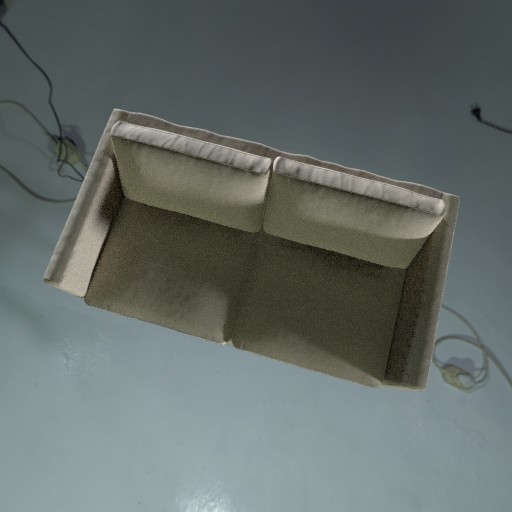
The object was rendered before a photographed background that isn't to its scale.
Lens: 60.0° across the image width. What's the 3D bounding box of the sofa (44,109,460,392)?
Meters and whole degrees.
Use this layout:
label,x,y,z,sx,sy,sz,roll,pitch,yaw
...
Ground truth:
label,x,y,z,sx,sy,sz,roll,pitch,yaw
sofa,0.000,0.000,2.295,1.766,0.828,0.956,15,76,4
